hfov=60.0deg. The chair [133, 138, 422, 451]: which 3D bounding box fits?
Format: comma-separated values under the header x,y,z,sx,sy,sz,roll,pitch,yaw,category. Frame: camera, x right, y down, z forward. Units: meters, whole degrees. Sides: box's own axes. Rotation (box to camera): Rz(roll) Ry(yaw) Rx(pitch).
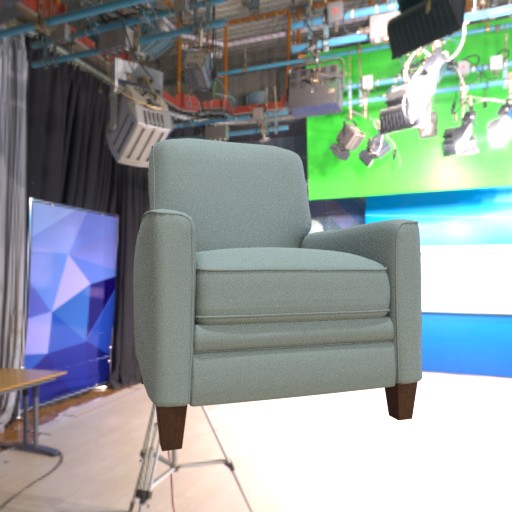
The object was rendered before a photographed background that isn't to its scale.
x,y,z,sx,sy,sz,roll,pitch,yaw,category
0.000,0.000,1.605,0.853,1.007,0.846,0,-1,-18,chair
